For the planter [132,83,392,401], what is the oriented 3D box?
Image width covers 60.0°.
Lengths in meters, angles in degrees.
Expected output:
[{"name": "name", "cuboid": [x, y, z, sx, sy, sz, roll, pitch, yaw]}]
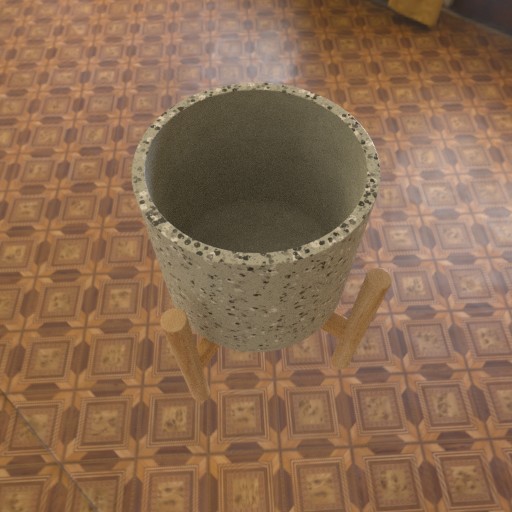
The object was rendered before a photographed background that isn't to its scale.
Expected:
[{"name": "planter", "cuboid": [0.000, 0.000, 0.534, 0.284, 0.320, 0.284, -31, 62, -18]}]
